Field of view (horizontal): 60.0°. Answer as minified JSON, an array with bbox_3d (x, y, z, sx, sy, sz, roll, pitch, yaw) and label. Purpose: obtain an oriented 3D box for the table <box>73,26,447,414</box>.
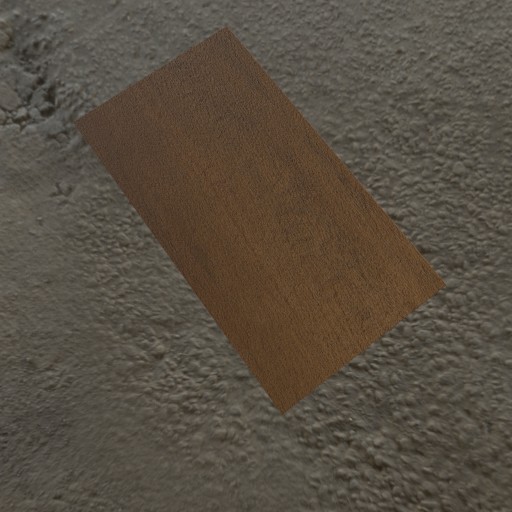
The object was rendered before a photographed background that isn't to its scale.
[{"bbox_3d":[0.000,0.000,1.739,0.524,1.294,0.901,-36,79,-8],"label":"table"}]
